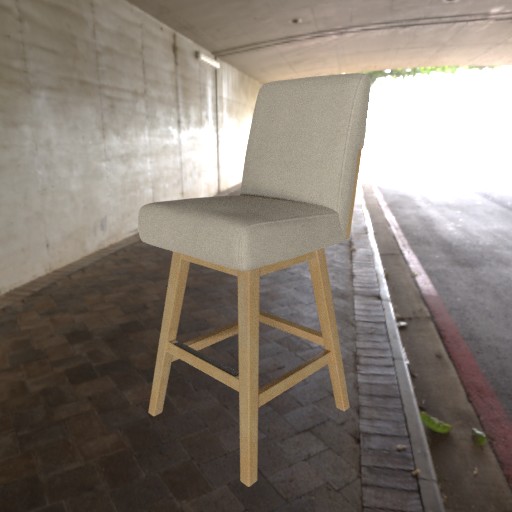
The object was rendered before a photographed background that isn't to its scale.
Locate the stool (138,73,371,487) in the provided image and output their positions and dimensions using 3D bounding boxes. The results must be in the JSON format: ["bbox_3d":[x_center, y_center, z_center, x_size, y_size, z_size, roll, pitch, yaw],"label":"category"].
[{"bbox_3d":[0.000,0.000,1.295,0.446,1.015,0.543,14,21,42],"label":"stool"}]
